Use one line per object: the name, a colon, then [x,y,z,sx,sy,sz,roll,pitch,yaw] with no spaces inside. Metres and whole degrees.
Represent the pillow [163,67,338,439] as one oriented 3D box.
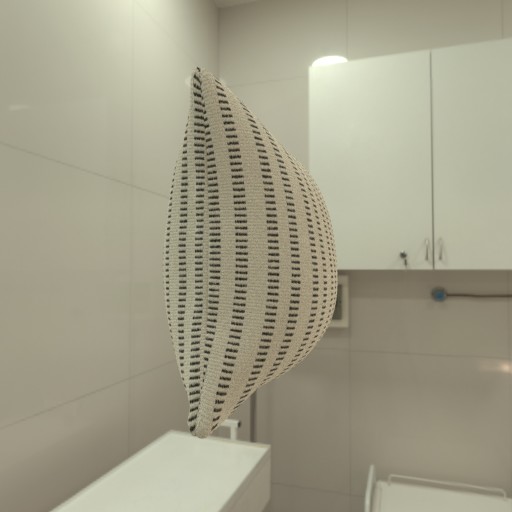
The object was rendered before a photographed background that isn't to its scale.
pillow: [0.000,0.000,0.697,0.247,0.419,0.438,-1,-2,18]
